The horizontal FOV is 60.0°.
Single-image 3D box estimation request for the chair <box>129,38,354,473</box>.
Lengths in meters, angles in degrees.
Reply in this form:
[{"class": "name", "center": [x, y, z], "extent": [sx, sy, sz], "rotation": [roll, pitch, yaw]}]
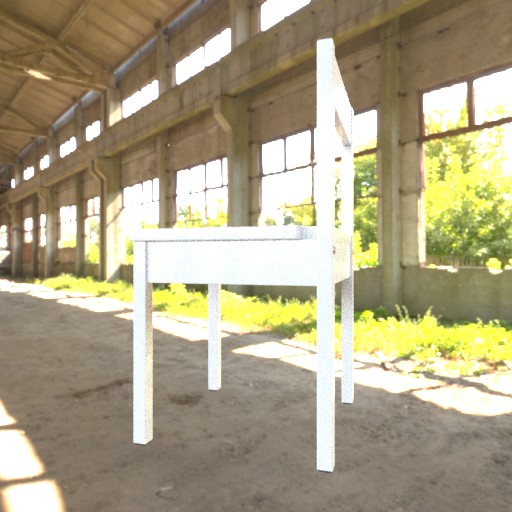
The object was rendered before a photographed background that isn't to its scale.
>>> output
[{"class": "chair", "center": [0.000, 0.000, 0.900], "extent": [0.361, 0.668, 0.367], "rotation": [0, 0, 17]}]
